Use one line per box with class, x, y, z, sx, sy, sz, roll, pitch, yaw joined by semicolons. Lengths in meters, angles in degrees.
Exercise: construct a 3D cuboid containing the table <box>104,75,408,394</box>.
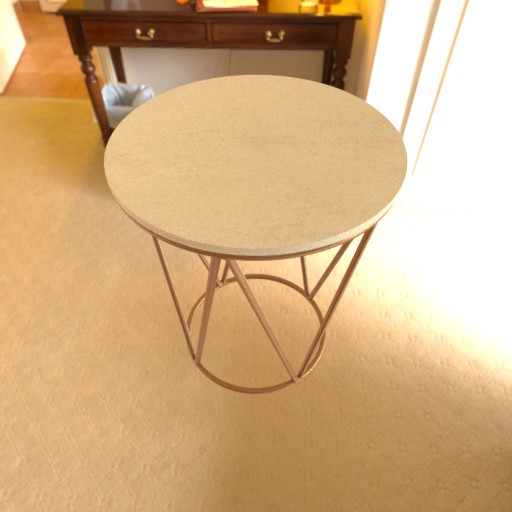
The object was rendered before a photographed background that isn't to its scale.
table;0.000;0.000;0.953;0.500;0.564;0.500;0;47;0
